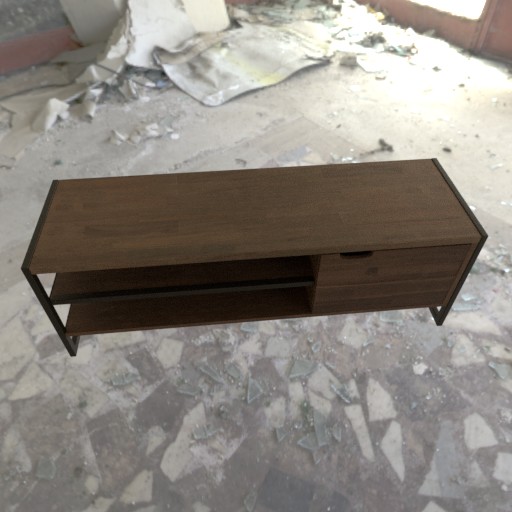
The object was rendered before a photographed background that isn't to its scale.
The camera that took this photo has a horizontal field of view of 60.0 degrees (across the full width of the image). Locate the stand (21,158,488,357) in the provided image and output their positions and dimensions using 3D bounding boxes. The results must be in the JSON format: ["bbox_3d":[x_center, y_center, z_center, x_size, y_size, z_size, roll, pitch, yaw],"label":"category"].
[{"bbox_3d":[0.000,0.000,1.731,1.480,0.506,0.454,-4,46,-4],"label":"stand"}]
